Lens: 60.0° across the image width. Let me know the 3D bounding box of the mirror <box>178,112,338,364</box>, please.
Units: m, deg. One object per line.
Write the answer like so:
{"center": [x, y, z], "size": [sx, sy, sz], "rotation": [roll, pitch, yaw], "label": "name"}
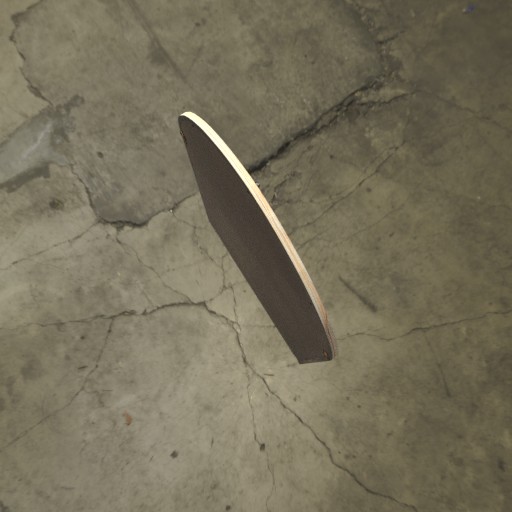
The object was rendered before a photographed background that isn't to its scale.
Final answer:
{"center": [0.000, 0.000, 1.139], "size": [0.032, 0.915, 0.609], "rotation": [-31, 78, -8], "label": "mirror"}
